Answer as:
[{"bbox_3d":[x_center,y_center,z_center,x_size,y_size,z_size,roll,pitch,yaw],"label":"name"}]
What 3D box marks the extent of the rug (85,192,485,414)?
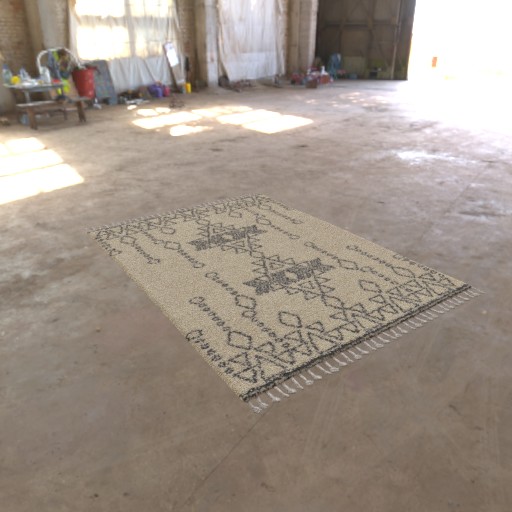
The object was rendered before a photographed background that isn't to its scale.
[{"bbox_3d":[0.000,0.000,3.905,2.125,0.028,3.027,-17,31,-31],"label":"rug"}]
